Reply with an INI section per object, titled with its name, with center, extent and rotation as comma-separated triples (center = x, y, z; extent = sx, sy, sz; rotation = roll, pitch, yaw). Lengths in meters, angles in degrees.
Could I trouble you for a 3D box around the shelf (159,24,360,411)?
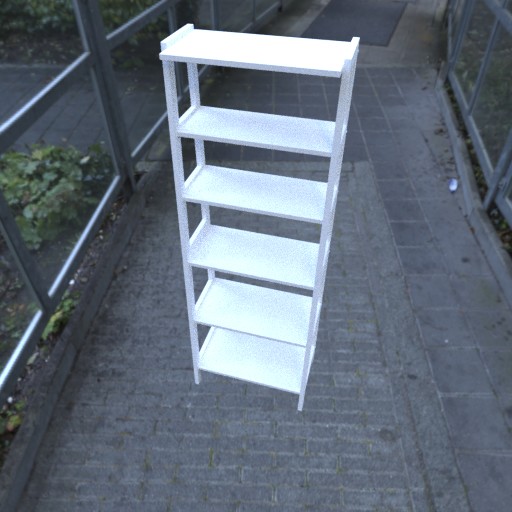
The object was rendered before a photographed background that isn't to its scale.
[shelf]
center = 0.000, 0.000, 2.120
extent = 0.660, 1.892, 0.381
rotation = 11, 43, 12
